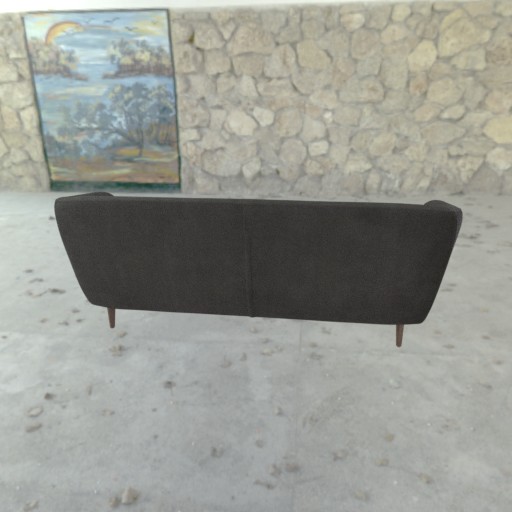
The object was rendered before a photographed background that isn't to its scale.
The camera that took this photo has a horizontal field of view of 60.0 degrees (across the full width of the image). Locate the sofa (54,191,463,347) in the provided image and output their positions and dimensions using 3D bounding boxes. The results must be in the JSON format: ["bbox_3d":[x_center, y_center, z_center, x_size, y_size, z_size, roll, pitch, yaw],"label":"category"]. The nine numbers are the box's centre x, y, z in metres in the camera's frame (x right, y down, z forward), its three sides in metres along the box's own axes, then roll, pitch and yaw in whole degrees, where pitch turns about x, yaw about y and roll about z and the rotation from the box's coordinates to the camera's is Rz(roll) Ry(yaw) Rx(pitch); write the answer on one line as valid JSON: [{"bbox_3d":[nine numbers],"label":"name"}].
[{"bbox_3d":[0.000,0.000,2.755,2.296,0.875,0.956,2,18,7],"label":"sofa"}]
